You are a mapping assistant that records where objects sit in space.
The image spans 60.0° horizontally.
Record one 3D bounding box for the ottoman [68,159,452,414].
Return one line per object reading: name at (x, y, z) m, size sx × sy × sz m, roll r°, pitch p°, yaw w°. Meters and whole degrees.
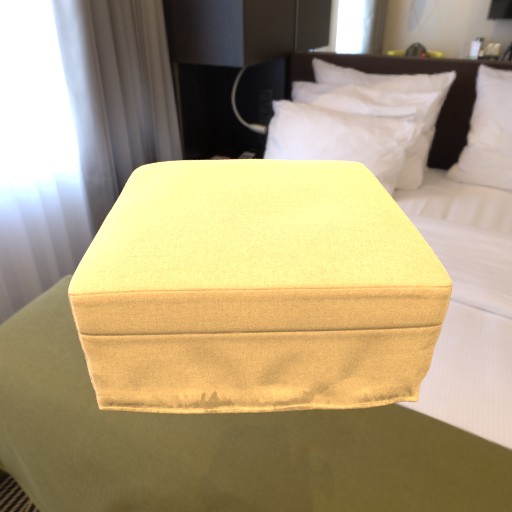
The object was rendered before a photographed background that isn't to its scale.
ottoman at (0.000, 0.000, 1.356) m, size 0.840 × 0.436 × 0.843 m, roll -1°, pitch 30°, yaw -2°
